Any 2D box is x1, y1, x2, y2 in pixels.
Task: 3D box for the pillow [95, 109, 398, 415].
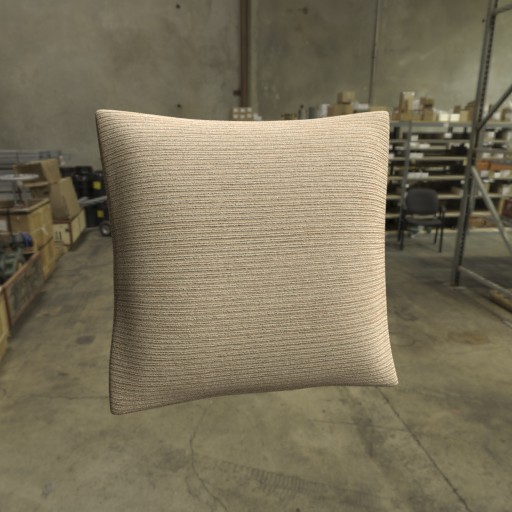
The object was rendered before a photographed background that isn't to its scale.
[{"bbox_3d":[0.000,0.000,0.637,0.424,0.401,0.177,-3,17,-9],"label":"pillow"}]
